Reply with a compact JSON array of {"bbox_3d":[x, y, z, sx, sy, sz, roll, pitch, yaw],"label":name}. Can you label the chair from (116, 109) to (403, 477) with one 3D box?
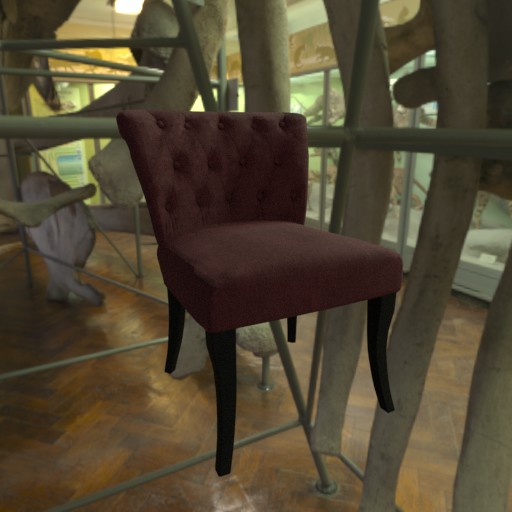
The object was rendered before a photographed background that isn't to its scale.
[{"bbox_3d":[0.000,0.000,1.184,0.582,0.750,0.605,-8,18,-26],"label":"chair"}]
